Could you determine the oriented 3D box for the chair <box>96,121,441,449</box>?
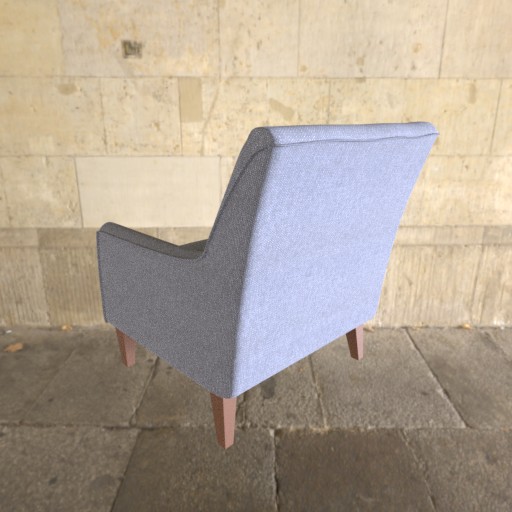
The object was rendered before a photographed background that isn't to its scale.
[{"bbox_3d":[0.000,0.000,1.575,0.780,0.919,0.899,-17,25,-42],"label":"chair"}]
